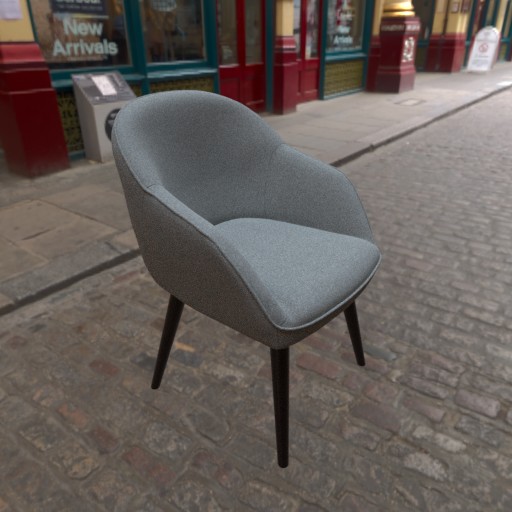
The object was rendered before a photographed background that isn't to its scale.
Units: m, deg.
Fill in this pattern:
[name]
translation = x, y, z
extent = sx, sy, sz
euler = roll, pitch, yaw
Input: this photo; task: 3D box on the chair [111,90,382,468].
[chair]
translation = 0.000, 0.000, 1.210
extent = 0.611, 0.810, 0.589
euler = 18, 31, 32
